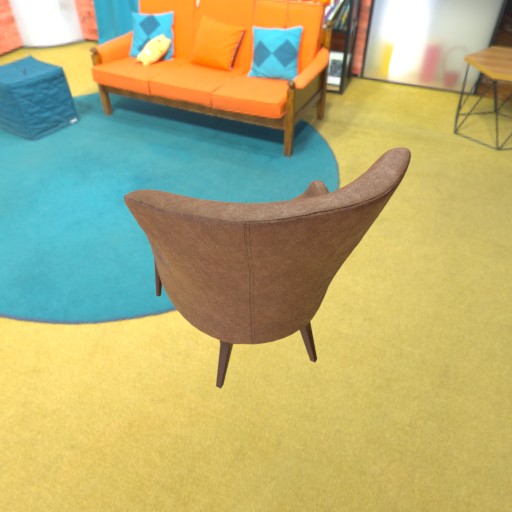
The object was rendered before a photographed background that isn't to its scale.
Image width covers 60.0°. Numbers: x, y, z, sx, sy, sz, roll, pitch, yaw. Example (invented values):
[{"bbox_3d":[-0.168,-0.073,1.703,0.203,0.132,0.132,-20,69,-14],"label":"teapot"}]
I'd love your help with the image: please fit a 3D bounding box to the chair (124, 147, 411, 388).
[{"bbox_3d":[0.000,0.000,1.702,0.846,1.067,0.955,-12,43,-13],"label":"chair"}]
